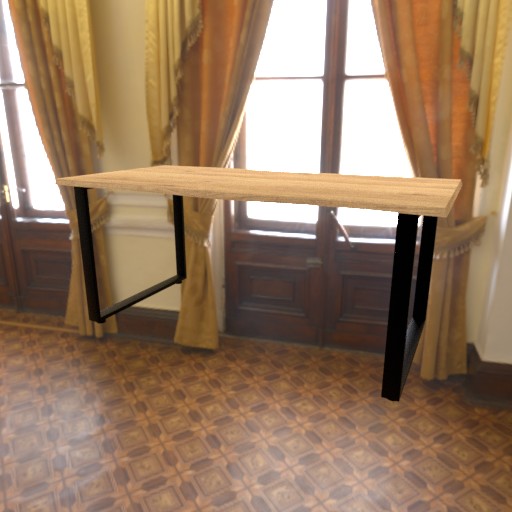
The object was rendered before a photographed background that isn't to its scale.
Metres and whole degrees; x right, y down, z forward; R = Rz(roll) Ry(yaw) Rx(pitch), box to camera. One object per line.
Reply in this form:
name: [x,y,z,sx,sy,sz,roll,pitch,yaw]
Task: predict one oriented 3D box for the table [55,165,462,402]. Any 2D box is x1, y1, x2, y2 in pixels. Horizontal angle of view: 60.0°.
table: [0.000,0.000,2.271,1.800,0.780,0.900,8,18,26]
